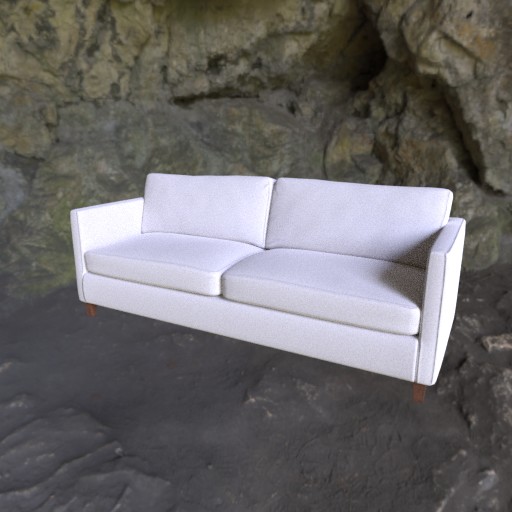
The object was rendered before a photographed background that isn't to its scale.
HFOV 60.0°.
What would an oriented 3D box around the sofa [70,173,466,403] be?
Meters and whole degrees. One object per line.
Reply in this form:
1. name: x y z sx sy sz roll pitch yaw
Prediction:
1. sofa: 0.000 0.000 2.853 2.361 0.962 0.951 8 17 27
